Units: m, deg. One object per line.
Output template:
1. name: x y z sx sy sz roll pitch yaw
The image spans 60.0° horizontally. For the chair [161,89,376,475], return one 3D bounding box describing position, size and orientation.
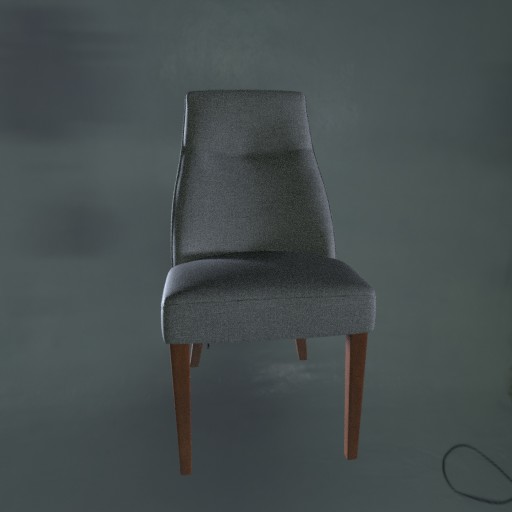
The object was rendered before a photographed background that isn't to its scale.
1. chair: 0.000 0.000 1.275 0.500 0.930 0.620 -2 17 -7
